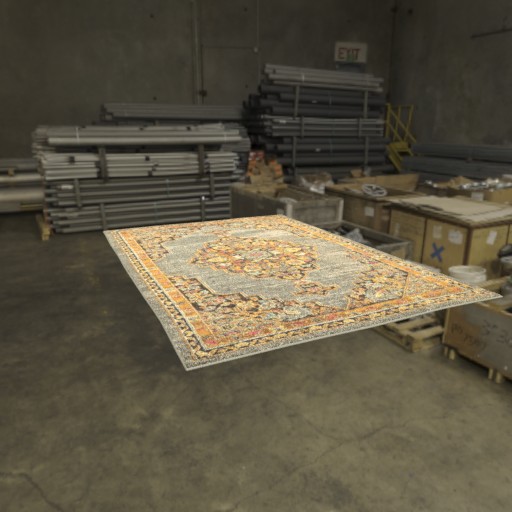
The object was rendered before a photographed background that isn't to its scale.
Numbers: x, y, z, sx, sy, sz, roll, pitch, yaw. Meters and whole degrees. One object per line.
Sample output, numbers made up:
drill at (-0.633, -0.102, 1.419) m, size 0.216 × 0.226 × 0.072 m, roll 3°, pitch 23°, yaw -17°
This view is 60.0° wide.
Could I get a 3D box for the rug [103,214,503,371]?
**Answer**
rug at (0.000, 0.000, 3.805) m, size 2.158 × 0.024 × 3.063 m, roll -8°, pitch 18°, yaw -24°
